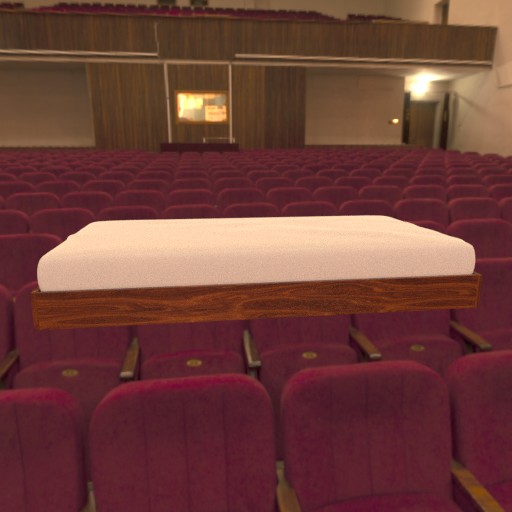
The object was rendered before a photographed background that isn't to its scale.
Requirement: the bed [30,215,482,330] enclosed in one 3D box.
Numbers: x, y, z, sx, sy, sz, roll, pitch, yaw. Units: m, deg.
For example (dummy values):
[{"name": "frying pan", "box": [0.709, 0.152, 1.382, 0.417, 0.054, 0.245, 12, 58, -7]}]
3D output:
[{"name": "bed", "box": [0.000, 0.000, 2.256, 1.860, 0.312, 0.940, -2, 13, -8]}]
